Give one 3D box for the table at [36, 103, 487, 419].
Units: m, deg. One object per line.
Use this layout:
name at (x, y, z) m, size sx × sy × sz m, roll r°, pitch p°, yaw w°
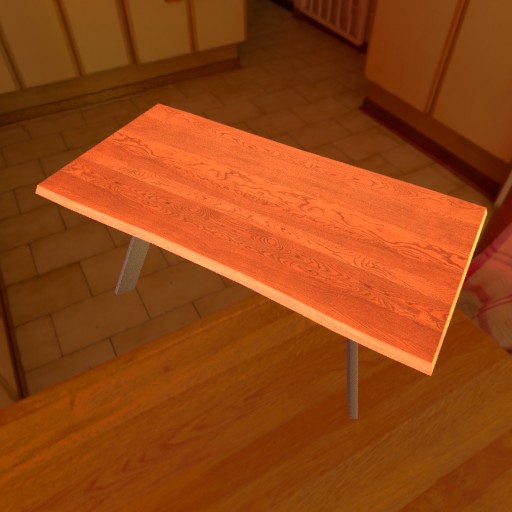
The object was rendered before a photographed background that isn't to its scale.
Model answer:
table at (0.000, 0.000, 2.223) m, size 1.800 × 0.770 × 0.900 m, roll 23°, pitch 51°, yaw 20°
